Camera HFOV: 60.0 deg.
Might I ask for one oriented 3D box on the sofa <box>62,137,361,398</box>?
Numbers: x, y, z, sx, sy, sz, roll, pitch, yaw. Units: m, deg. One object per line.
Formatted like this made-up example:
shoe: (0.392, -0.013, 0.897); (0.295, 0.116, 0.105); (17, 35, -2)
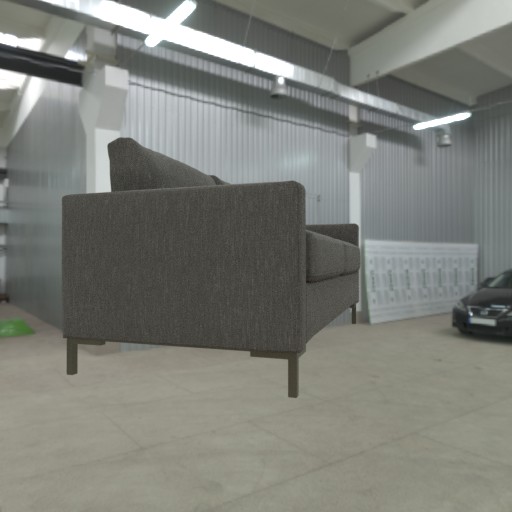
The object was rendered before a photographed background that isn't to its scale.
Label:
sofa: (0.000, 0.000, 2.169); (0.875, 0.840, 1.682); (0, -1, 19)
